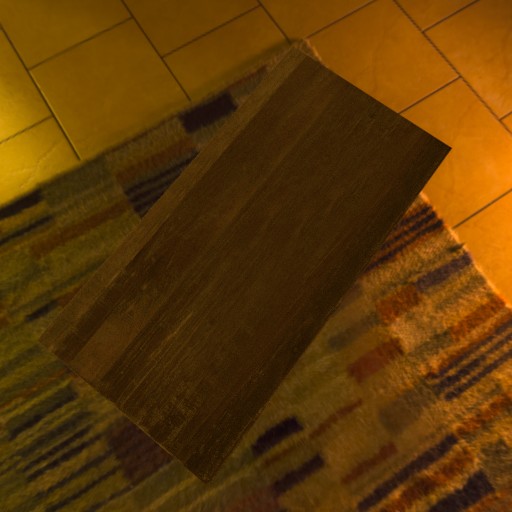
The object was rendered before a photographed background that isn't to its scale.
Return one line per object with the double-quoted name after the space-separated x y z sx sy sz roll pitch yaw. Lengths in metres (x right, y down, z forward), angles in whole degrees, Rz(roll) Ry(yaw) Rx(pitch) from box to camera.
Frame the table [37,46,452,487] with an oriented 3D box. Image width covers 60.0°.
0.000 0.000 1.357 0.554 0.373 1.088 36 78 9 "table"
